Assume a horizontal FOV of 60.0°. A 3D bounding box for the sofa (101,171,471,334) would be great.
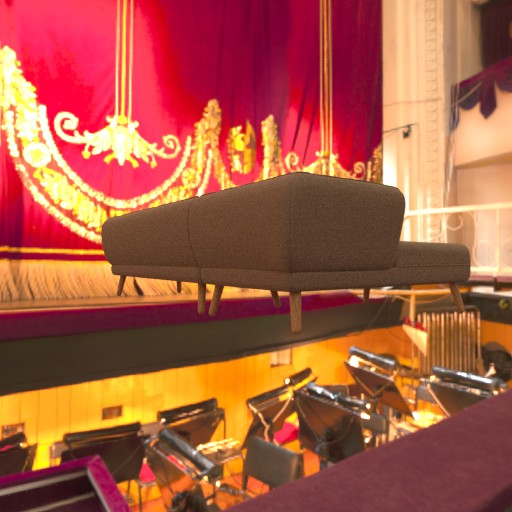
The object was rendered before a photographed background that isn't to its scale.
[{"bbox_3d":[0.000,0.000,3.283,1.532,0.693,2.653,0,0,-35],"label":"sofa"}]
